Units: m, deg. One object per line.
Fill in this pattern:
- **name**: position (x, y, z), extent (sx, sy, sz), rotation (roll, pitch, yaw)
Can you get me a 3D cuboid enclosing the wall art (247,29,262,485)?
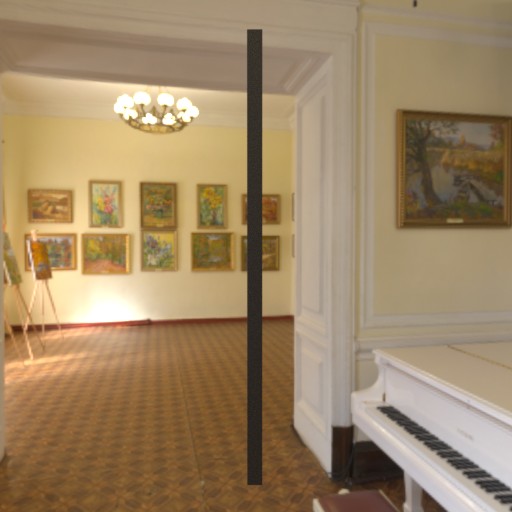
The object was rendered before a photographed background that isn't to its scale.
- **wall art**: position (0.000, 0.000, 1.441), extent (0.036, 1.070, 0.802), rotation (0, 1, 0)
